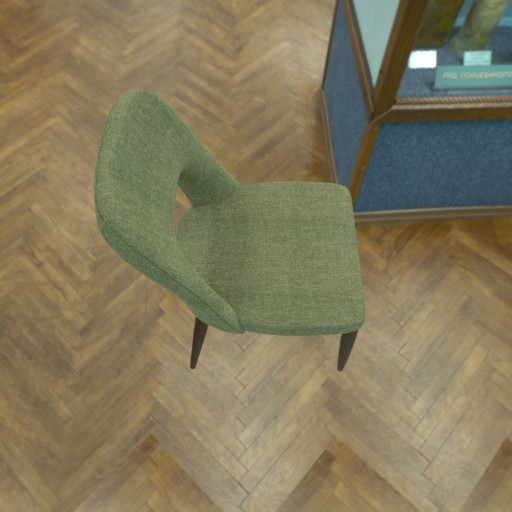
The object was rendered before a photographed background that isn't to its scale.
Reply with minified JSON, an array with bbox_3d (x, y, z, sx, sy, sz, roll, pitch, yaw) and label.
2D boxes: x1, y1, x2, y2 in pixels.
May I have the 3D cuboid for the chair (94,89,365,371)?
[{"bbox_3d":[0.000,0.000,1.256,0.612,0.931,0.470,0,62,0],"label":"chair"}]
